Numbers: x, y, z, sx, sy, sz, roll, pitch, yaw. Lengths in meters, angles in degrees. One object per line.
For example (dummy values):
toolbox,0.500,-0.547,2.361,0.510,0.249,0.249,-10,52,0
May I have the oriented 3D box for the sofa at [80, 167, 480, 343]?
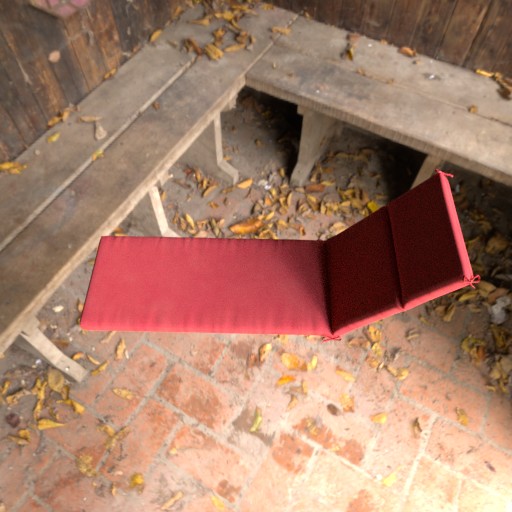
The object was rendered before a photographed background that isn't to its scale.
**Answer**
sofa,0.000,0.000,1.995,1.663,0.622,0.582,1,58,1
